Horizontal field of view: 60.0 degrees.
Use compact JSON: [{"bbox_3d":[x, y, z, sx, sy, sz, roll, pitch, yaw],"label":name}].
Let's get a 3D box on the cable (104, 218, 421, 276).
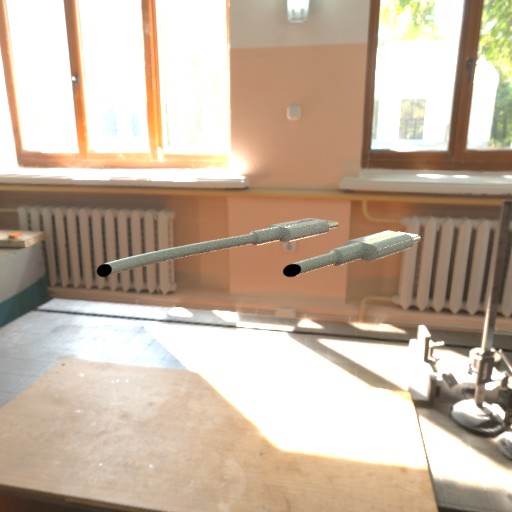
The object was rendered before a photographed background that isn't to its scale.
[{"bbox_3d":[0.000,0.000,0.112,0.098,0.005,0.041,-14,20,-41],"label":"cable"}]
